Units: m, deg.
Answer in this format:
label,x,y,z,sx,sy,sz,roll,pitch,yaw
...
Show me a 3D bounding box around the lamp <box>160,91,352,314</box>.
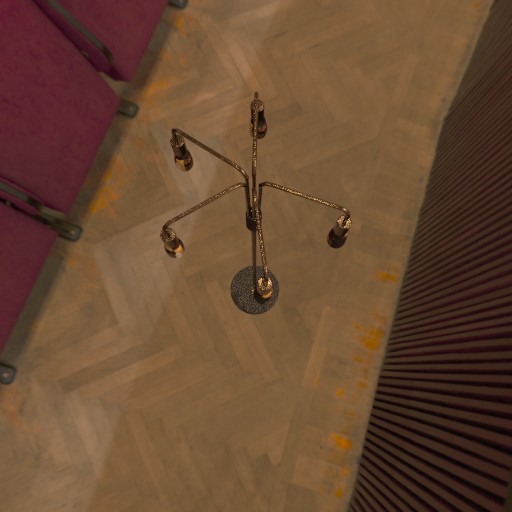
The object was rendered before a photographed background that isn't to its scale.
label,x,y,z,sx,sy,sz,roll,pitch,yaw
lamp,0.000,0.000,2.007,0.599,1.721,0.572,19,76,5
